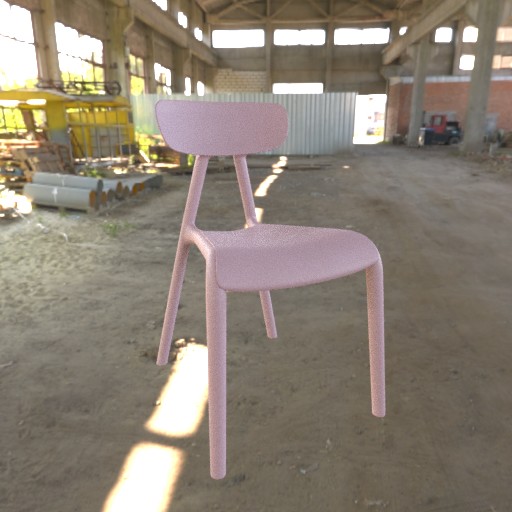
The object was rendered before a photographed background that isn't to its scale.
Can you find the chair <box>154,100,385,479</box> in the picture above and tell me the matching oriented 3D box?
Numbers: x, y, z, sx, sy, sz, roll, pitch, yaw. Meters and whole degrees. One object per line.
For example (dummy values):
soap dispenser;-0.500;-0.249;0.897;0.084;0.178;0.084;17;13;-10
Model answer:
chair;0.000;0.000;0.854;0.356;0.580;0.401;-8;18;-27
